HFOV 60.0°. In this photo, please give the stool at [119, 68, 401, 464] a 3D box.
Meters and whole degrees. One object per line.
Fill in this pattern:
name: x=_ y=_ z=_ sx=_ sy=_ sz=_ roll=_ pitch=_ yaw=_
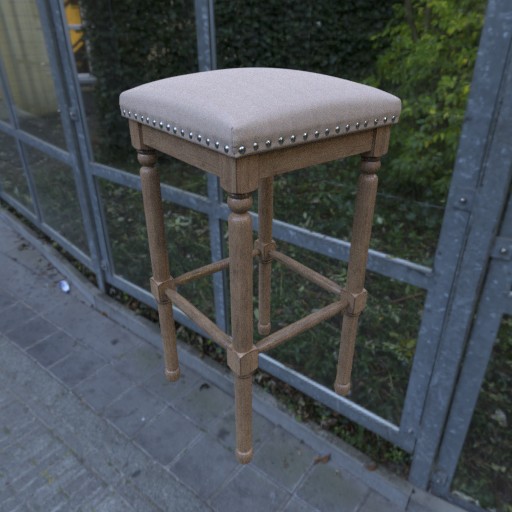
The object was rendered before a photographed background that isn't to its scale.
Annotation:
stool: x=0.000 y=0.000 z=0.984 sx=0.383 sy=0.768 sz=0.382 roll=-21 pitch=35 yaw=-33
